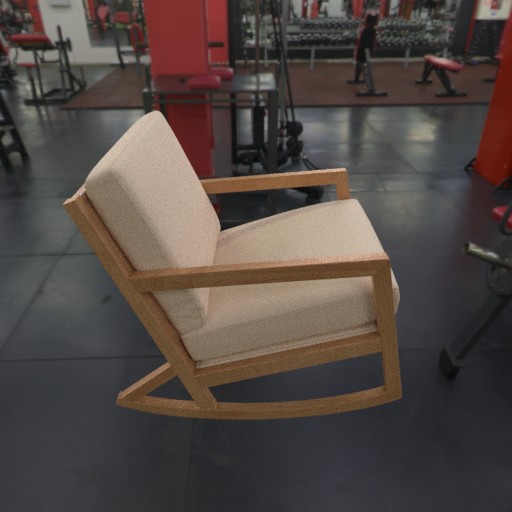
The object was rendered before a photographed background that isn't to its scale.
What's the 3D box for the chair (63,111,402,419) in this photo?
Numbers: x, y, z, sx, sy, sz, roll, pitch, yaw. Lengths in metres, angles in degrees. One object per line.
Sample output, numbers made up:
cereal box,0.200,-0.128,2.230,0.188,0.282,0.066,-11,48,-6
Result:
chair,0.000,0.000,1.412,0.857,0.790,0.622,0,31,0
